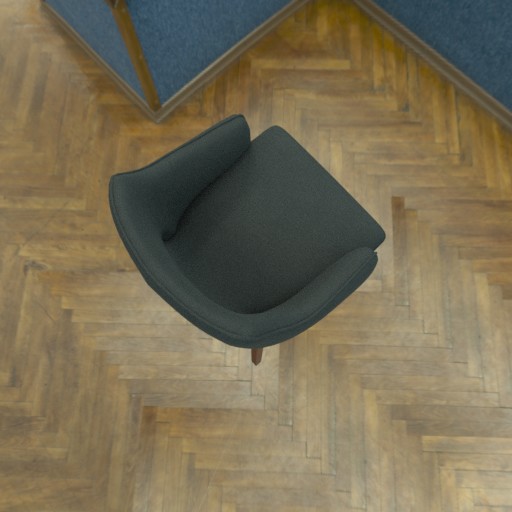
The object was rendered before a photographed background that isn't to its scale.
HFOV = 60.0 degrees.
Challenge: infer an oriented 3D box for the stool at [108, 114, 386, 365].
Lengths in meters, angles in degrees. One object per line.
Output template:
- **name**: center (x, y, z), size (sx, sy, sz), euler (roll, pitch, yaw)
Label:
- **stool**: center (0.000, 0.000, 1.351), size (0.558, 1.012, 0.548), euler (-40, 78, -10)
